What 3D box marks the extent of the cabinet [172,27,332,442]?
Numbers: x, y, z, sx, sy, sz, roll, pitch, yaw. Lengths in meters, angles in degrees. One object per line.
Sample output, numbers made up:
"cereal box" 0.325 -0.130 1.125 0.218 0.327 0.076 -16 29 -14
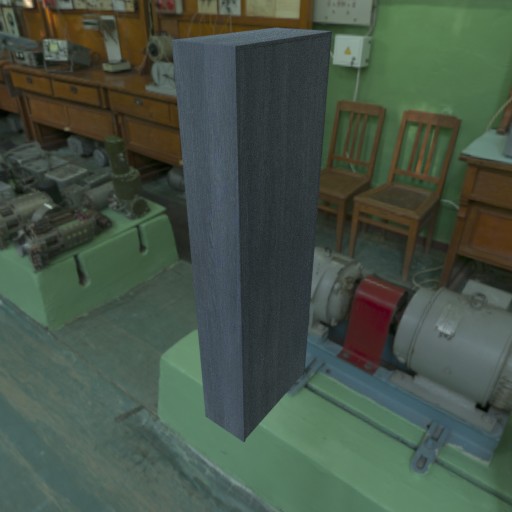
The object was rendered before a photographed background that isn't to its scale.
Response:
"cabinet" 0.000 0.000 1.819 0.255 1.630 0.520 21 38 31
